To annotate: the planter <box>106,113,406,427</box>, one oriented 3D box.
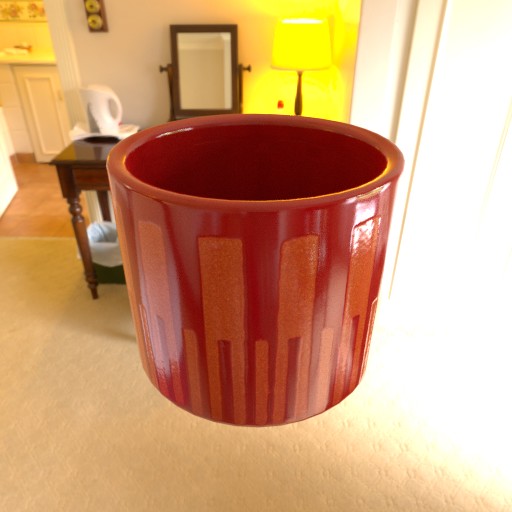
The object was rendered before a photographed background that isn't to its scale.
[{"bbox_3d":[0.000,0.000,0.402,0.230,0.202,0.230,0,31,0],"label":"planter"}]
